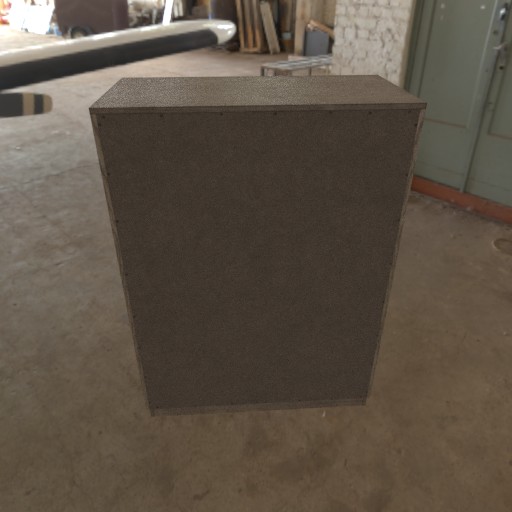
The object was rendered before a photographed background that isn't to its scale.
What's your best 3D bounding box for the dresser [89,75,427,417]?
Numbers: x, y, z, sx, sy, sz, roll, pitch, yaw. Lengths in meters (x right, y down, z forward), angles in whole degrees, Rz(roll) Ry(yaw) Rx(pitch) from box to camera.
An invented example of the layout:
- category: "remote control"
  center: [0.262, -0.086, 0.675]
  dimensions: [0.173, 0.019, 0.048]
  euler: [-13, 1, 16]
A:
- category: "dresser"
  center: [0.000, 0.000, 1.802]
  dimensions: [0.967, 1.295, 0.483]
  euler: [-2, 31, -3]
